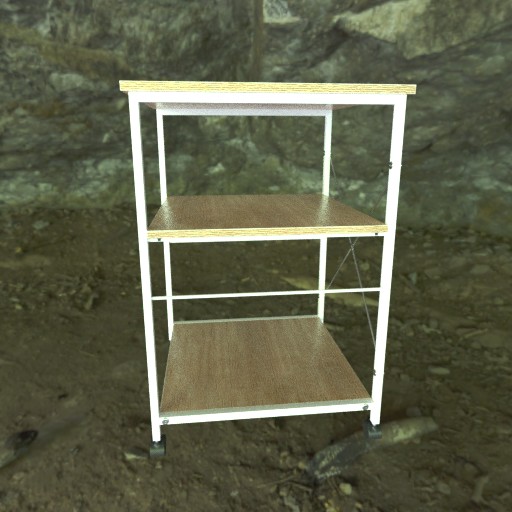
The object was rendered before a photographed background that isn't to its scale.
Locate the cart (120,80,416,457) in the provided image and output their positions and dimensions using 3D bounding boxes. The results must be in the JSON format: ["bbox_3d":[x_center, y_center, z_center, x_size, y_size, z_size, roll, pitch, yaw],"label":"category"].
[{"bbox_3d":[0.000,0.000,1.117,0.520,0.762,0.521,-2,15,-6],"label":"cart"}]
